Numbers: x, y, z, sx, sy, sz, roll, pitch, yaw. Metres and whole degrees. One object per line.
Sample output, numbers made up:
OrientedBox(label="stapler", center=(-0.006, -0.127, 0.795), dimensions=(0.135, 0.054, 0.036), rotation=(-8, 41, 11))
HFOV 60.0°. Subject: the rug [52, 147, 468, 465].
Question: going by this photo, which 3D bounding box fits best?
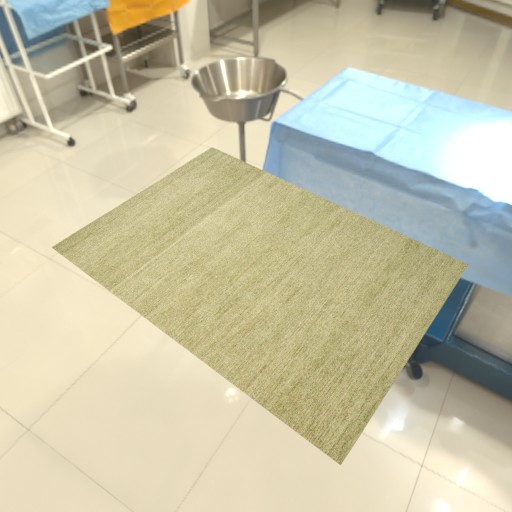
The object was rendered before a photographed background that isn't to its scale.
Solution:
OrientedBox(label="rug", center=(0.000, 0.000, 2.950), dimensions=(2.270, 0.017, 1.606), rotation=(30, 53, 26))
